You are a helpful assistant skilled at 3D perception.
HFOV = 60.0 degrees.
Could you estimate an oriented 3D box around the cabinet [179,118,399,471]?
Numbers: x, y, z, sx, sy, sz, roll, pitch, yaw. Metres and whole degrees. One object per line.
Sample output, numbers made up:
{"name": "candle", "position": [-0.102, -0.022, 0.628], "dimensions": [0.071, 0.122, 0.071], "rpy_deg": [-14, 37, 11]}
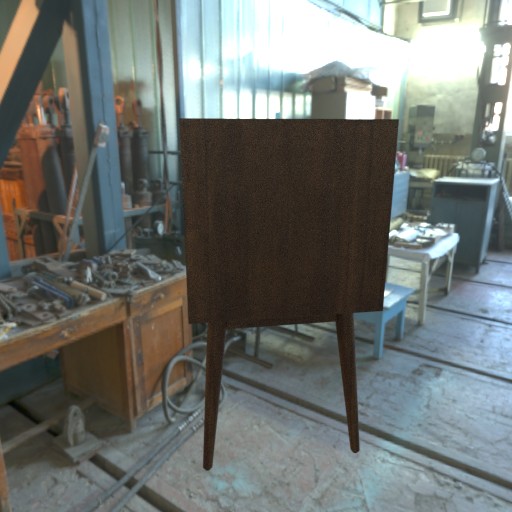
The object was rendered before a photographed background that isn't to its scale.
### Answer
{"name": "cabinet", "position": [0.000, 0.000, 1.135], "dimensions": [0.354, 0.654, 0.743], "rpy_deg": [-3, 16, -9]}
